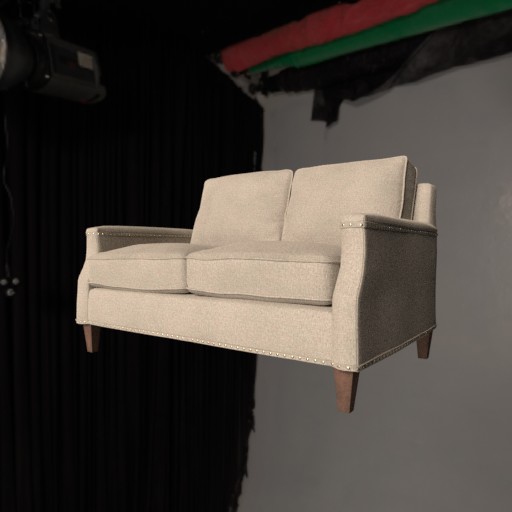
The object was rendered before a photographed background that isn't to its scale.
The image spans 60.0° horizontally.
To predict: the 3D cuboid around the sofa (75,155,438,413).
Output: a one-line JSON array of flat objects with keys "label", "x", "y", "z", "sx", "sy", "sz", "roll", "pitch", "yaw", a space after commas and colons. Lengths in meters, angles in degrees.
[{"label": "sofa", "x": 0.000, "y": 0.000, "z": 2.276, "sx": 1.597, "sy": 1.003, "sz": 1.084, "roll": 1, "pitch": 1, "yaw": 36}]
